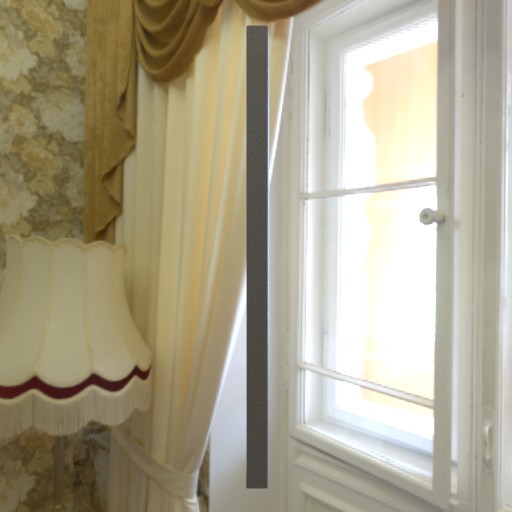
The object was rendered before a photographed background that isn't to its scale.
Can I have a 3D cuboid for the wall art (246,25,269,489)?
[{"bbox_3d":[0.000,0.000,0.762,0.029,0.558,0.458,0,1,-1],"label":"wall art"}]
